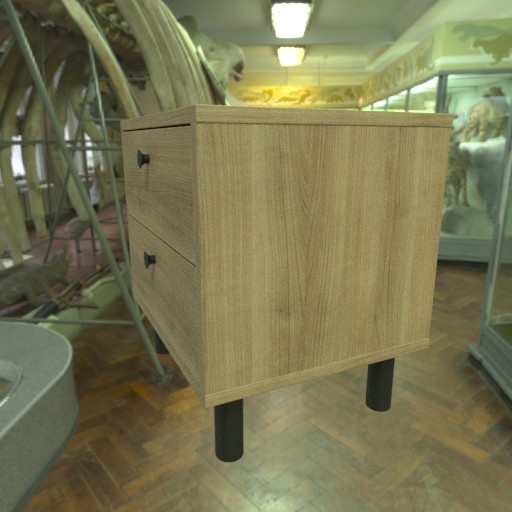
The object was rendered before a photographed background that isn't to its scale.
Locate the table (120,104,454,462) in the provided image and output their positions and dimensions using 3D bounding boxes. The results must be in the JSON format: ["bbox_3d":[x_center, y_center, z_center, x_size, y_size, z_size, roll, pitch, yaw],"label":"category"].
[{"bbox_3d":[0.000,0.000,0.772,0.380,0.460,0.445,-7,16,-25],"label":"table"}]
